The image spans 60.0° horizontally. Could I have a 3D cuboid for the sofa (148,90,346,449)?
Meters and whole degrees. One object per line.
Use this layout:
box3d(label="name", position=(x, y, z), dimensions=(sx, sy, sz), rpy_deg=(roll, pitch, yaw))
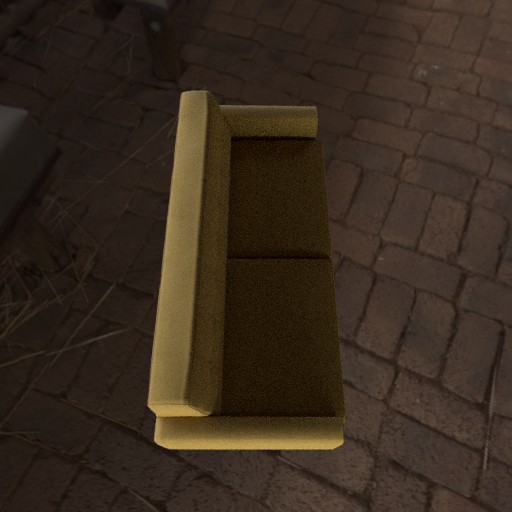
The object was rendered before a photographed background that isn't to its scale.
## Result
box3d(label="sofa", position=(0.000, 0.000, 2.558), dimensions=(0.909, 0.841, 2.029), rpy_deg=(0, 63, 0))
